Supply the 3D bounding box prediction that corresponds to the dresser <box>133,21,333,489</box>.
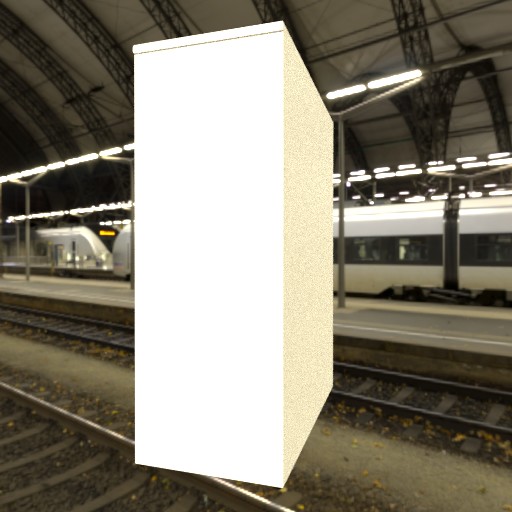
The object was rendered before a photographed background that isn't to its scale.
[{"bbox_3d":[0.000,0.000,1.417,0.380,1.040,0.800,0,0,18],"label":"dresser"}]
